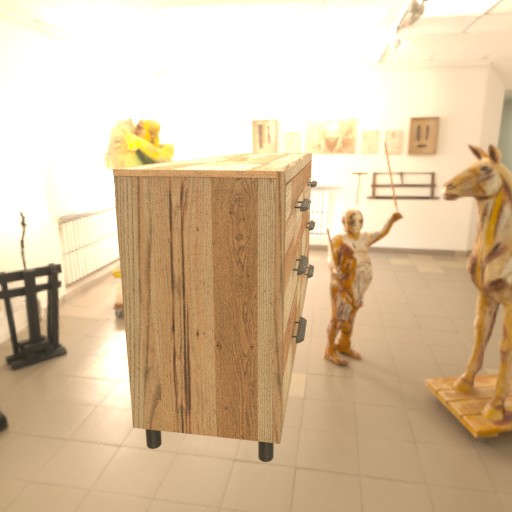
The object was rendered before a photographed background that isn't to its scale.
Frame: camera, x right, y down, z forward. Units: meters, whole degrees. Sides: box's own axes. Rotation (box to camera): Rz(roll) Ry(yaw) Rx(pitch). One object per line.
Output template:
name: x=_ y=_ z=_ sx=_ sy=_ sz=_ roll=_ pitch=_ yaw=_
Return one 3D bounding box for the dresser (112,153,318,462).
dresser: x=0.000 y=0.000 z=1.932 sx=0.487 sy=0.834 sz=1.547 roll=2 pitch=15 yaw=9
